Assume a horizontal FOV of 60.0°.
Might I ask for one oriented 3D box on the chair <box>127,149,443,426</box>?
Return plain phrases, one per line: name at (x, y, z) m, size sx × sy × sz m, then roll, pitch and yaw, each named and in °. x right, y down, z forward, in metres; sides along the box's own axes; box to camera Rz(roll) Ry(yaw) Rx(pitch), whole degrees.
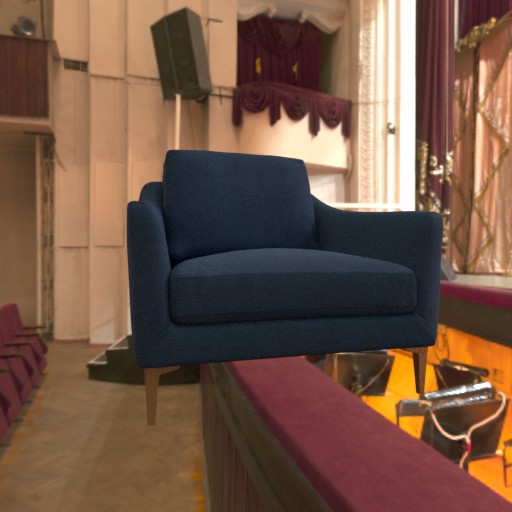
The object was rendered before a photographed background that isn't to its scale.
chair at (0.000, 0.000, 1.719) m, size 0.987 × 0.899 × 0.961 m, roll 0°, pitch 0°, yaw -18°
